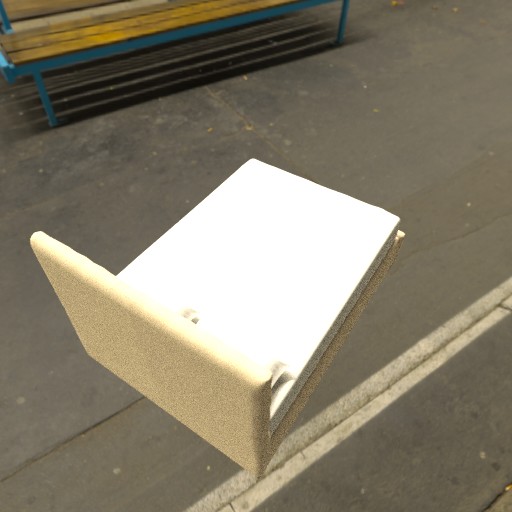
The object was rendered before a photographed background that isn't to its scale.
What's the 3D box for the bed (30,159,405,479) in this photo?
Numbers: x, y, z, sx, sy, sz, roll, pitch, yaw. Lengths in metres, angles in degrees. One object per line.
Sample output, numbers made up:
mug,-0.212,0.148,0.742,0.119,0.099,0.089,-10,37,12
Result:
bed,0.000,0.000,3.472,1.698,1.427,2.387,27,53,22
